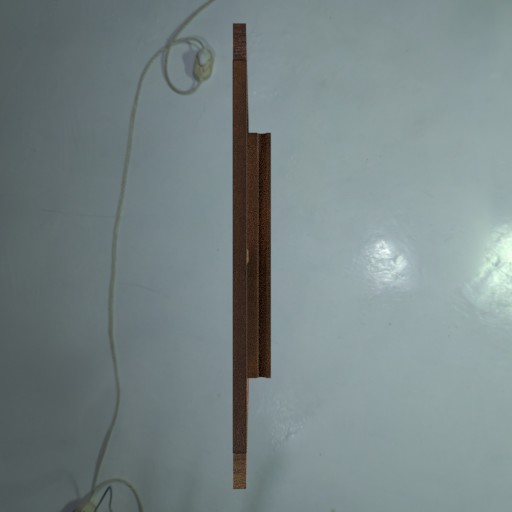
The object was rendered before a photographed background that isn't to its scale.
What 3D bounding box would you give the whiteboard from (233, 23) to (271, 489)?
[{"bbox_3d":[0.000,0.000,1.024,0.083,0.559,0.783,0,90,0],"label":"whiteboard"}]
